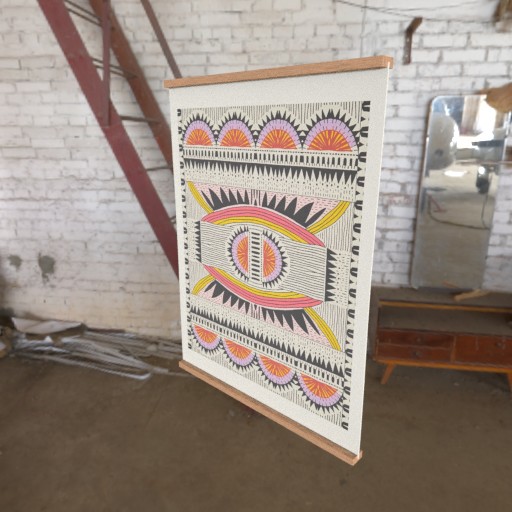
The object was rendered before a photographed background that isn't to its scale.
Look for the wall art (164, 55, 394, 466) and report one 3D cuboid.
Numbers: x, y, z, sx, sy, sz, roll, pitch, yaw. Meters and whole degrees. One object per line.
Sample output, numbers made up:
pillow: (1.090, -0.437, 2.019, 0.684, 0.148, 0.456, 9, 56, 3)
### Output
wall art: (0.000, 0.000, 0.787, 0.456, 0.609, 0.028, 15, 22, 41)
